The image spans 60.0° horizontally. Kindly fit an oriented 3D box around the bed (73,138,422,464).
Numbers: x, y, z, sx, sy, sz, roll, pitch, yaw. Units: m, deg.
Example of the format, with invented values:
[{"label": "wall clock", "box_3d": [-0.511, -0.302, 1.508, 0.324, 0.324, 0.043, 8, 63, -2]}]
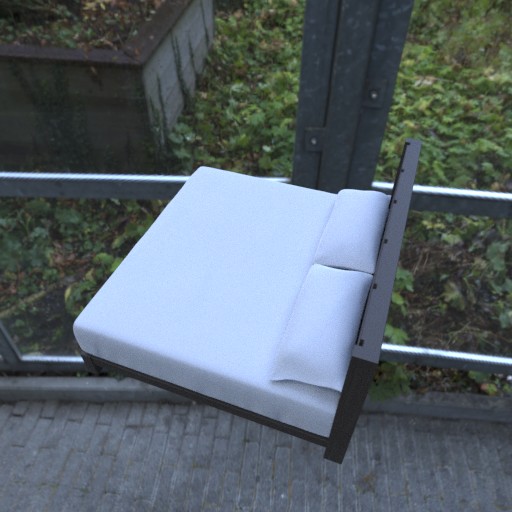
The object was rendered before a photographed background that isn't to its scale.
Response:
[{"label": "bed", "box_3d": [0.000, 0.000, 3.483, 2.012, 1.270, 2.134, 15, 47, 14]}]
